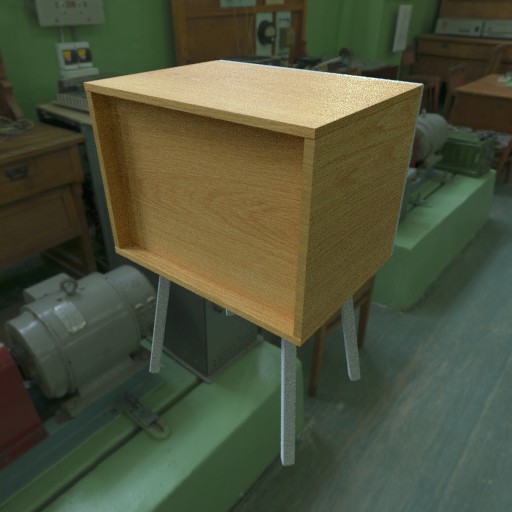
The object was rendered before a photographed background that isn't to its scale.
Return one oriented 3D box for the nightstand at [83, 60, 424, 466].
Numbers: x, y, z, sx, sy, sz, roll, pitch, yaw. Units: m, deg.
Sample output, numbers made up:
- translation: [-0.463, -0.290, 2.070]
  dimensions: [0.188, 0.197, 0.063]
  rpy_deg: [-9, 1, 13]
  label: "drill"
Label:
- translation: [0.000, 0.000, 0.812]
  dimensions: [0.400, 0.601, 0.316]
  rpy_deg: [22, 38, 32]
  label: "nightstand"
